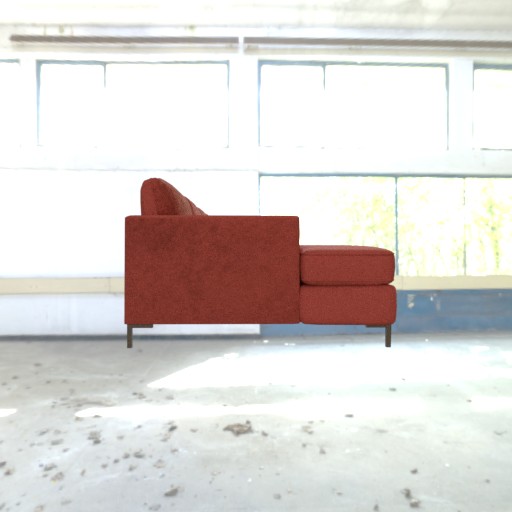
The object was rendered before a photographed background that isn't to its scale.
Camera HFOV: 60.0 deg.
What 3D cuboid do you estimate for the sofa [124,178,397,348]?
[{"bbox_3d":[0.000,0.000,4.086,1.500,0.967,3.400,0,1,-1],"label":"sofa"}]
